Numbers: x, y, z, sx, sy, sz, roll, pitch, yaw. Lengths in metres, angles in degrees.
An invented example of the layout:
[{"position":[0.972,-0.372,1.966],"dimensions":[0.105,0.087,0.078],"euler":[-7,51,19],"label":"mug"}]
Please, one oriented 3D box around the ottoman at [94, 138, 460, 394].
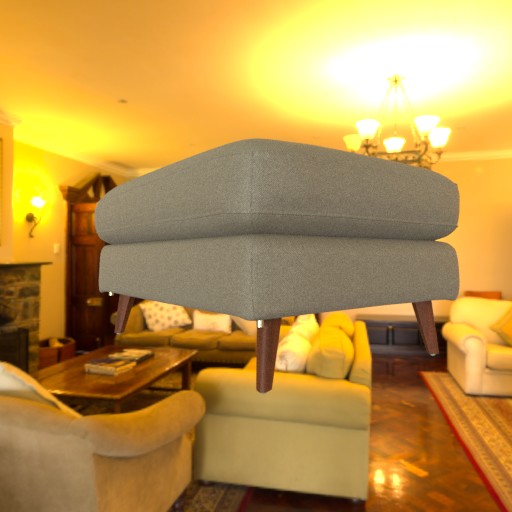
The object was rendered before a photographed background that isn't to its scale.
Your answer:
[{"position":[0.000,0.000,1.140],"dimensions":[0.608,0.449,0.811],"euler":[0,0,-36],"label":"ottoman"}]
